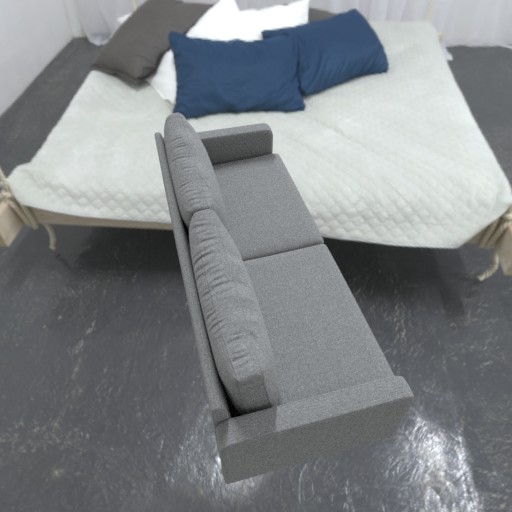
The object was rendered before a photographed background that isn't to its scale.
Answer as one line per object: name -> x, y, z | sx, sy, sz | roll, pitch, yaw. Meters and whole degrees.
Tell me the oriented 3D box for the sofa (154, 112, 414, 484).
sofa -> 0.000, 0.000, 2.611 | 0.880, 0.880, 2.200 | -11, 48, -10
